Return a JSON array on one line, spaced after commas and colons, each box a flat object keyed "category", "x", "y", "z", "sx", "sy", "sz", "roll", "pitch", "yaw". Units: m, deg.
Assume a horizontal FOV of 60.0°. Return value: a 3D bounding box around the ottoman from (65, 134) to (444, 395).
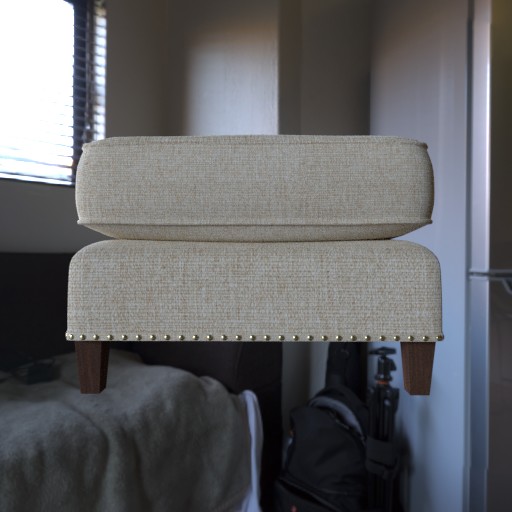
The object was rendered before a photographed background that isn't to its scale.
[{"category": "ottoman", "x": 0.000, "y": 0.000, "z": 1.124, "sx": 0.738, "sy": 0.537, "sz": 0.589, "roll": 0, "pitch": 1, "yaw": 1}]
